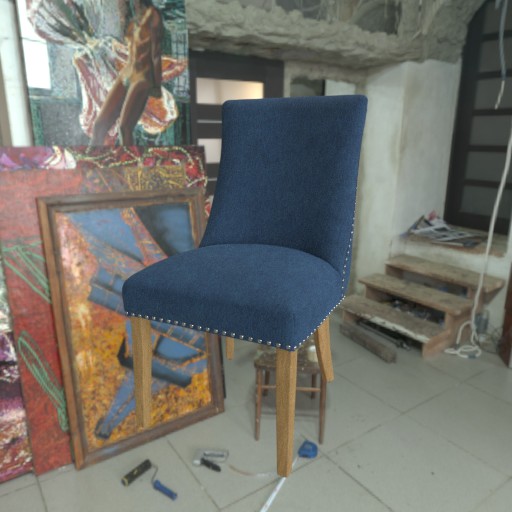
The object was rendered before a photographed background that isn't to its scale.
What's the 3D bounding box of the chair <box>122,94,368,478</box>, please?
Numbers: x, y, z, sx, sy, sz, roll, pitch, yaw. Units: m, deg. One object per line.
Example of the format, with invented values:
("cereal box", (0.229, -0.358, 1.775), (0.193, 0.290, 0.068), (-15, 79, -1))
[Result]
("chair", (0.000, 0.000, 1.271), (0.495, 0.902, 0.610), (7, 16, 25))
